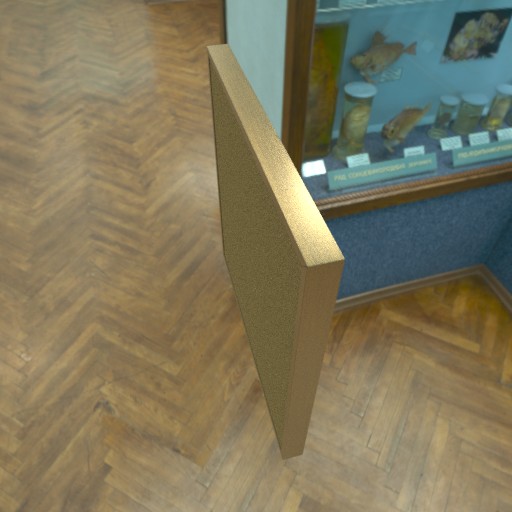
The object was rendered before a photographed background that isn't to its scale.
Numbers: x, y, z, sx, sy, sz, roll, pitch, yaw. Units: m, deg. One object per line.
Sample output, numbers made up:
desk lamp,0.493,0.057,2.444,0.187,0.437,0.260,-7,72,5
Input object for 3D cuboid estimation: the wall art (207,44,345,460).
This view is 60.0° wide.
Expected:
wall art,0.000,0.000,0.754,0.037,0.505,0.505,-11,48,-10
